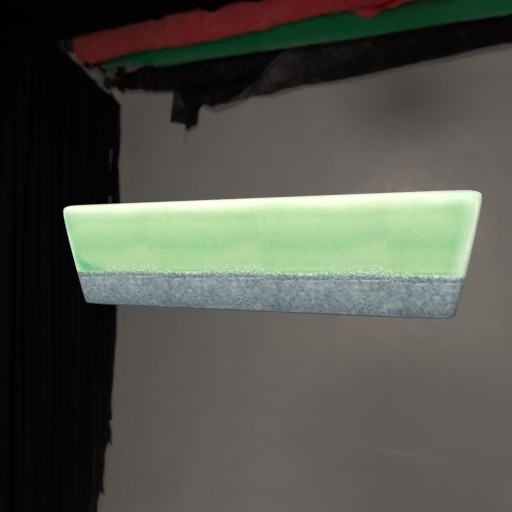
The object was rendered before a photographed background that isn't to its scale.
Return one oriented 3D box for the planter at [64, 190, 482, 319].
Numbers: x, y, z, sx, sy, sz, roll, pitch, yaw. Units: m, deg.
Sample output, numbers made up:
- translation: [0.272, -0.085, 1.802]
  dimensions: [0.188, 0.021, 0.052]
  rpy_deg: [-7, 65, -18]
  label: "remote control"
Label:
- translation: [0.000, 0.000, 0.308]
  dimensions: [0.275, 0.072, 0.072]
  rpy_deg: [0, 1, 19]
  label: "planter"
